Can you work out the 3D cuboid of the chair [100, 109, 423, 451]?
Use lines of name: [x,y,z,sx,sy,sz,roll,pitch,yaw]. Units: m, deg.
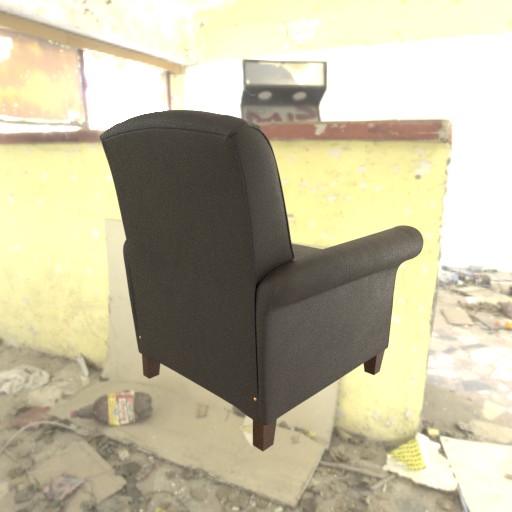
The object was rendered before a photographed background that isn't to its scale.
chair: [0.000,0.000,1.771,0.978,1.061,0.902,13,19,43]
